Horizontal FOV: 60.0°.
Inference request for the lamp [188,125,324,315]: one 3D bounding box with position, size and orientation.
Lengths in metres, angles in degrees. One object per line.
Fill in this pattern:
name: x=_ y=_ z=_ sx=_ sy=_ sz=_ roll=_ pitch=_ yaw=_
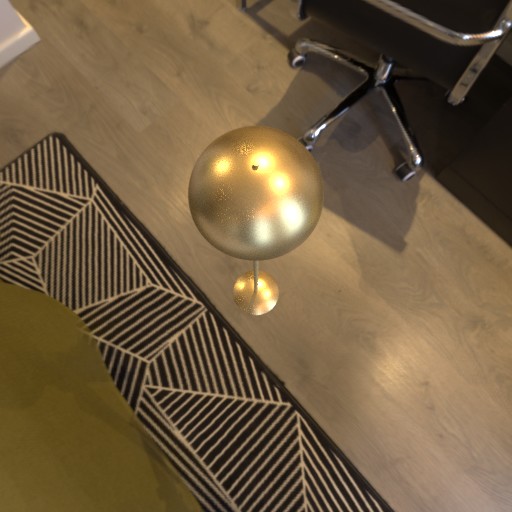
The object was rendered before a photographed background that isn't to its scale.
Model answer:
lamp: x=0.000 y=0.000 z=1.628 sx=0.328 sy=1.480 sz=0.328 roll=17 pitch=76 yaw=4
